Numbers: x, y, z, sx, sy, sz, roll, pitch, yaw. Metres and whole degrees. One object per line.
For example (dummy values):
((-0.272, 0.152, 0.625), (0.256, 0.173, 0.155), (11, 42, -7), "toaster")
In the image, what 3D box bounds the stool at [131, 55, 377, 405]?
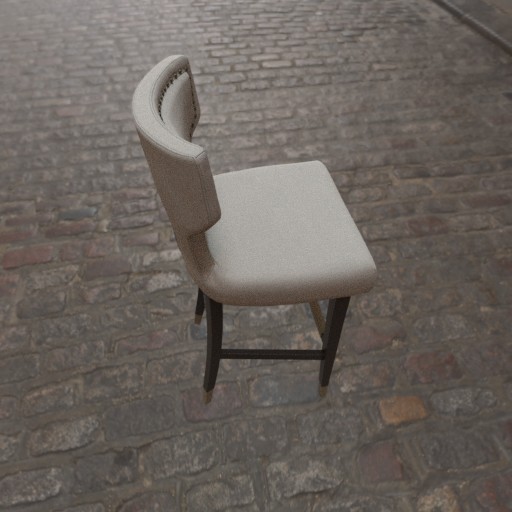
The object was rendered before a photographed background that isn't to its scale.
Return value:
((0.000, 0.000, 1.397), (0.563, 1.092, 0.526), (-8, 46, -7), "stool")
